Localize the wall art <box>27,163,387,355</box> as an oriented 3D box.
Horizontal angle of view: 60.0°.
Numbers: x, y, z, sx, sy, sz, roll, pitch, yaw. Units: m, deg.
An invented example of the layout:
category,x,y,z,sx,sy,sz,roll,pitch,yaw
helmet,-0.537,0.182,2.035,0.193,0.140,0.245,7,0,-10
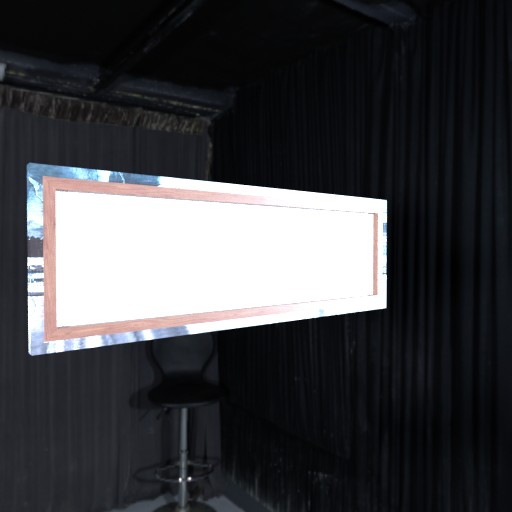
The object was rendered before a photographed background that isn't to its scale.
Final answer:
category,x,y,z,sx,sy,sz,roll,pitch,yaw
wall art,0.000,0.000,1.645,1.524,0.509,0.037,-1,1,-37
